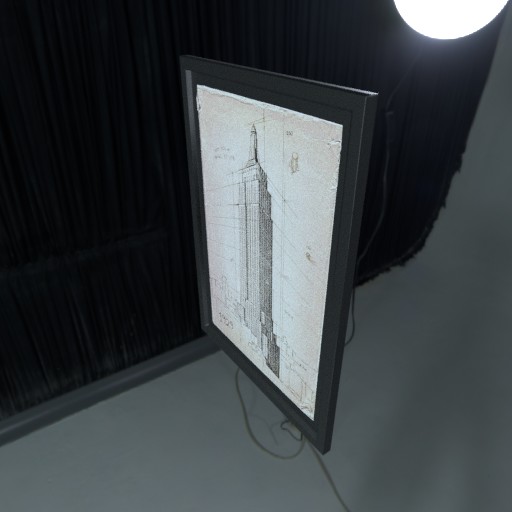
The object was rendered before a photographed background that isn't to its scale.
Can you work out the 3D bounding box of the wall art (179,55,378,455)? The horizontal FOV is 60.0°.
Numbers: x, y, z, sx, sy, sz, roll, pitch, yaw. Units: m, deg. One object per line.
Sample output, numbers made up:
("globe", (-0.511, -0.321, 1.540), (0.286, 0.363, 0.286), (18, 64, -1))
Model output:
("wall art", (0.000, 0.000, 0.553), (0.013, 0.431, 0.303), (-20, 36, -30))
